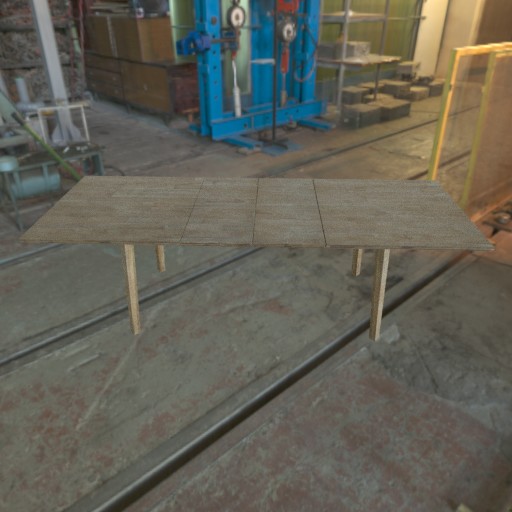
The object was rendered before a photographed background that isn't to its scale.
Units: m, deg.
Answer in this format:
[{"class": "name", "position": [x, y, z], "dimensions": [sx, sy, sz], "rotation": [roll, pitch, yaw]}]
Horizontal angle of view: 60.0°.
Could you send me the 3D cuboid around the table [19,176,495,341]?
[{"class": "table", "position": [0.000, 0.000, 3.043], "dimensions": [2.603, 0.752, 1.000], "rotation": [1, 30, 2]}]
